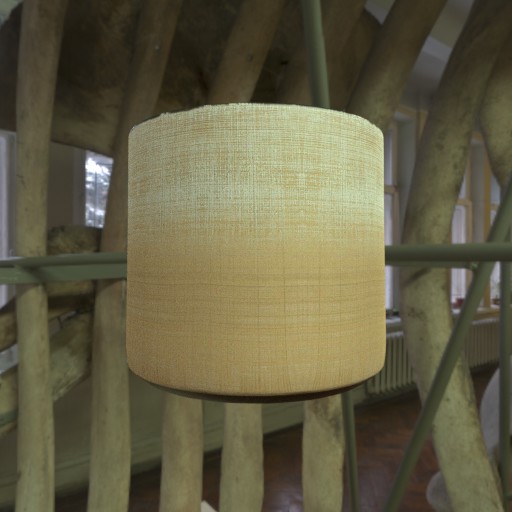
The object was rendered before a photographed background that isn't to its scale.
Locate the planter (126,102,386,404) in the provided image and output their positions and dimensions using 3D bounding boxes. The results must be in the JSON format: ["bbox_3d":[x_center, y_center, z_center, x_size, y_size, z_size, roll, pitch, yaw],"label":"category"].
[{"bbox_3d":[0.000,0.000,0.392,0.221,0.201,0.221,0,0,0],"label":"planter"}]
